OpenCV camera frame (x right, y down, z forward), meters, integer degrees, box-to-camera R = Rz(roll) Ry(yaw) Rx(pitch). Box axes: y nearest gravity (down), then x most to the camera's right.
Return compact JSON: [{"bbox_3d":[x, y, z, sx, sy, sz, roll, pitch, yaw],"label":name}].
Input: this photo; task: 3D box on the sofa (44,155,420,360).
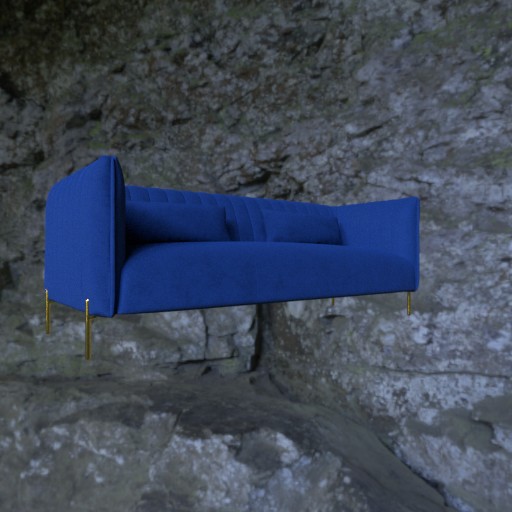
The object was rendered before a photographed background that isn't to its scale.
[{"bbox_3d":[0.000,0.000,2.589,2.136,0.793,0.896,0,0,-37],"label":"sofa"}]
